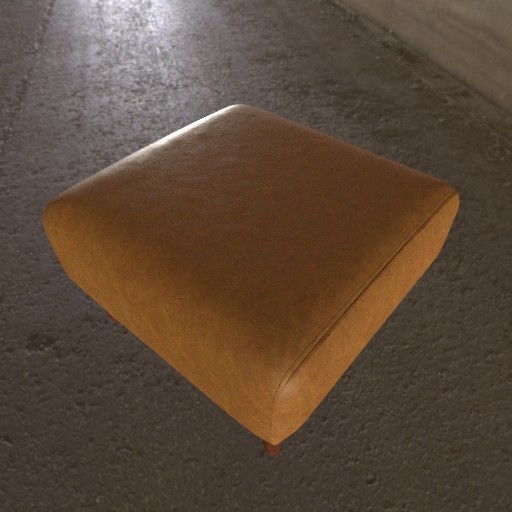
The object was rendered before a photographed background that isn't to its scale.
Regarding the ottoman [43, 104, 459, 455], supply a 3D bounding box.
[{"bbox_3d":[0.000,0.000,1.030,0.650,0.399,0.650,31,52,28],"label":"ottoman"}]
